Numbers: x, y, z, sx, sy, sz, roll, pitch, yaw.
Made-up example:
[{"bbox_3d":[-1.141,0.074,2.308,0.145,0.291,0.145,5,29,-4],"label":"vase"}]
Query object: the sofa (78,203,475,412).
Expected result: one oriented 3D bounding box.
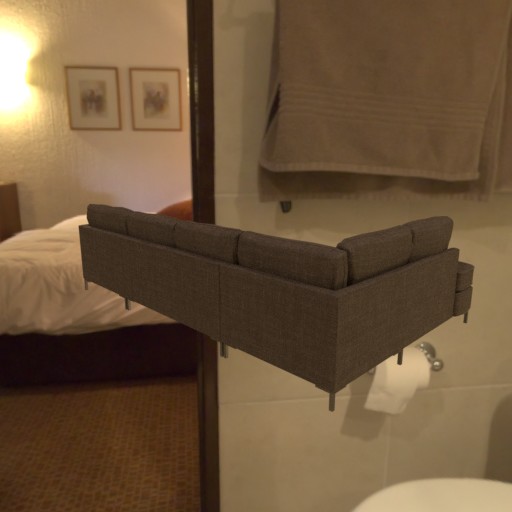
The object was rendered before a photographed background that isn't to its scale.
[{"bbox_3d":[0.000,0.000,4.352,2.048,0.999,3.423,-13,19,-43],"label":"sofa"}]
